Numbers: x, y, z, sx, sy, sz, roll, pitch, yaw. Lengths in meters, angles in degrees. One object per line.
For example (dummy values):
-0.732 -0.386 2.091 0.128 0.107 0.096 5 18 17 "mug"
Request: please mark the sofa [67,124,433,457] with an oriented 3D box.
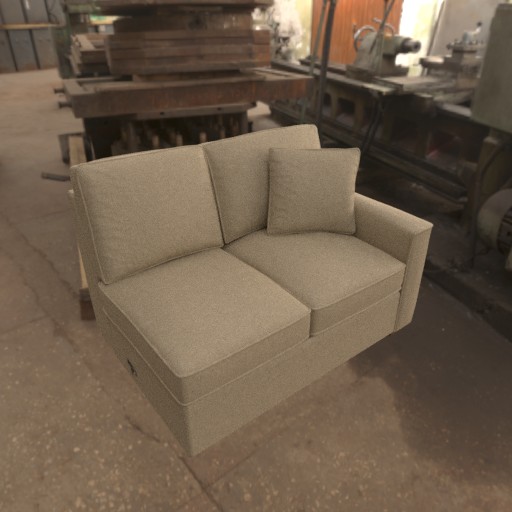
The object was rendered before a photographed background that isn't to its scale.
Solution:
0.000 0.000 2.114 1.388 0.989 0.991 -21 36 -32 "sofa"
